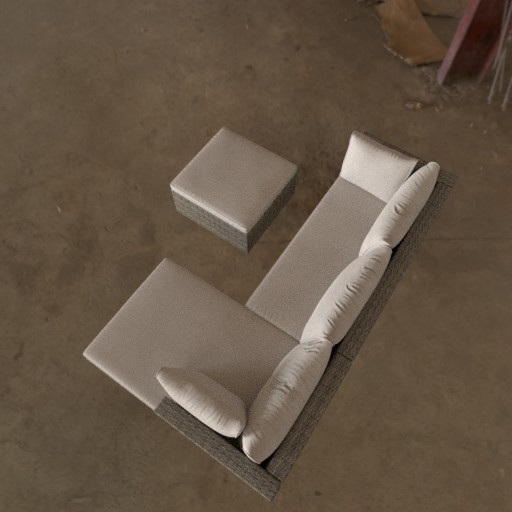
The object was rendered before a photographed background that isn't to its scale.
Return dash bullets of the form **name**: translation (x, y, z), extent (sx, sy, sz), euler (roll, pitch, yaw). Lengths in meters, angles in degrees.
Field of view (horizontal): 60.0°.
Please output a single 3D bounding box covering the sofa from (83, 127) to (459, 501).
- **sofa**: translation (0.000, 0.000, 2.842), extent (1.662, 0.766, 2.192), euler (31, 67, 15)
